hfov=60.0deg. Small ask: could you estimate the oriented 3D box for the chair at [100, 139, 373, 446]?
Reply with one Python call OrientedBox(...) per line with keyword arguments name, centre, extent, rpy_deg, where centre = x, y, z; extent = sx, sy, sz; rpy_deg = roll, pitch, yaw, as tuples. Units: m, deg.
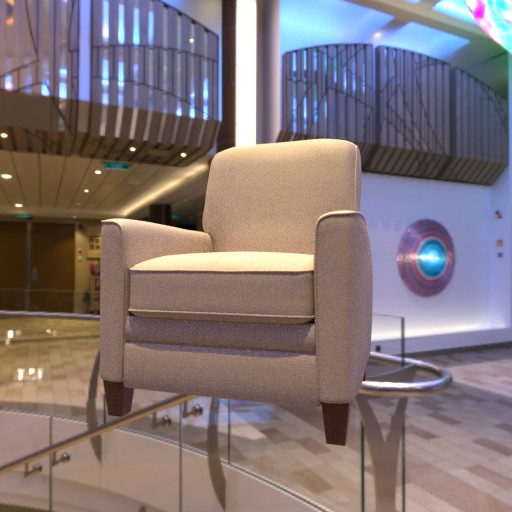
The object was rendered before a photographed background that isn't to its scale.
OrientedBox(name="chair", centre=(0.000, 0.000, 1.659), extent=(0.841, 1.023, 0.858), rpy_deg=(0, -1, 18))
